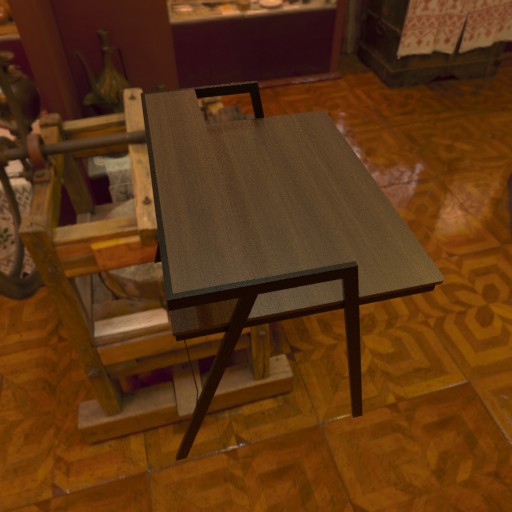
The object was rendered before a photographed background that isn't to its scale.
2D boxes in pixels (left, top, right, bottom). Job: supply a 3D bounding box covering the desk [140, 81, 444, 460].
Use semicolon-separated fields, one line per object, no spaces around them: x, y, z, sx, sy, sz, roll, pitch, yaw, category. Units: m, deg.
0.000;0.000;1.892;0.936;0.998;1.143;-10;46;-9;desk
